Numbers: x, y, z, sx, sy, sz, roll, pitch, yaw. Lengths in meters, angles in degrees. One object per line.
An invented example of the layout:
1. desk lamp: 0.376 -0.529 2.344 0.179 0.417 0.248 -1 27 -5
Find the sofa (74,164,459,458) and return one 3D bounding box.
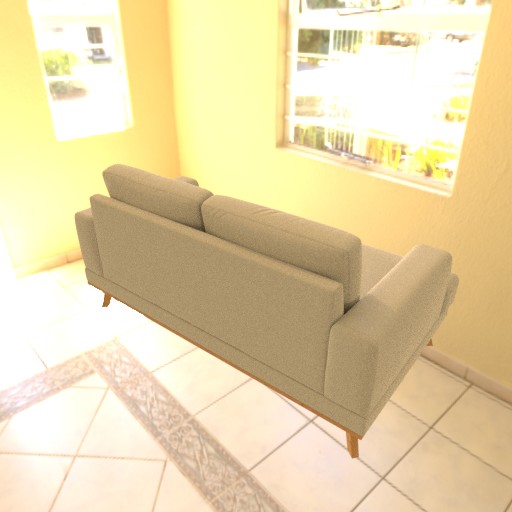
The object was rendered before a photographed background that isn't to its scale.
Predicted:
1. sofa: 0.000 0.000 2.117 1.651 0.810 0.915 21 35 33
